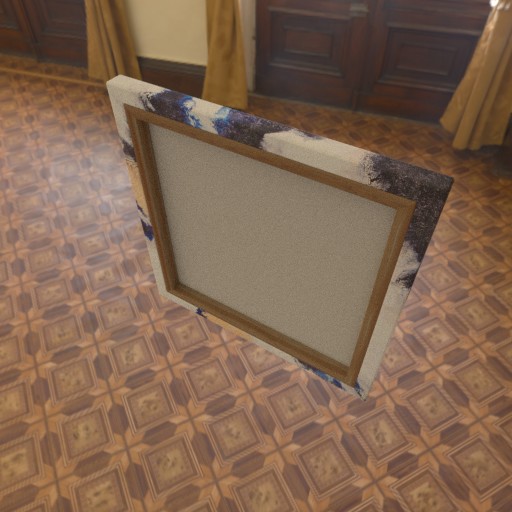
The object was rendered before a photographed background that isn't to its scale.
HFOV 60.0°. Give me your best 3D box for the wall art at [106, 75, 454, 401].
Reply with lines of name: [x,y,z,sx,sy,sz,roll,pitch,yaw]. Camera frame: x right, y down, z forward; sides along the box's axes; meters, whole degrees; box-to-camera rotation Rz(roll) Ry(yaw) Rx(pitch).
wall art: [0.000,0.000,0.917,0.609,0.609,0.039,24,51,21]
